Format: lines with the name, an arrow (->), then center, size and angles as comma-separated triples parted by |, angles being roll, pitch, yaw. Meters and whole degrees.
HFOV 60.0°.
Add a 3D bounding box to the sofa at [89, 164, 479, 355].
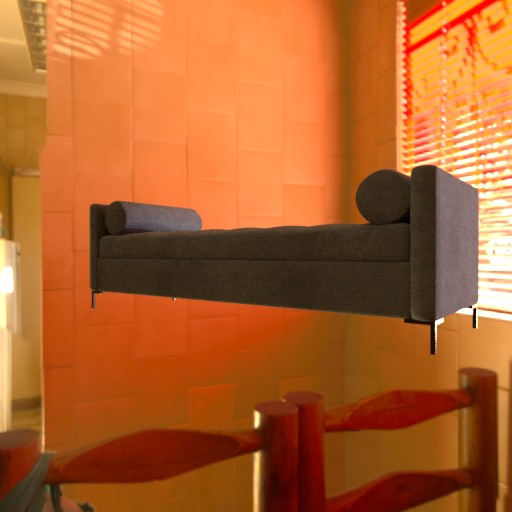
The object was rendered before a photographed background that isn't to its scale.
sofa -> 0.000, 0.000, 2.300 | 1.981, 0.635, 0.686 | 0, 0, 37
